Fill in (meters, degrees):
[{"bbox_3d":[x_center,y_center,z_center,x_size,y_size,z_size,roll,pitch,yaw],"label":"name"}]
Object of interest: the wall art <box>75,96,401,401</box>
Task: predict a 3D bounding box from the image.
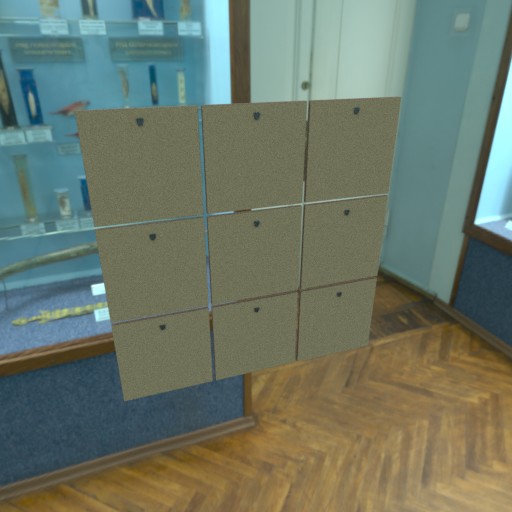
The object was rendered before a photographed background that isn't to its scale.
[{"bbox_3d":[0.000,0.000,1.377,0.906,0.904,0.018,-8,27,-17],"label":"wall art"}]
